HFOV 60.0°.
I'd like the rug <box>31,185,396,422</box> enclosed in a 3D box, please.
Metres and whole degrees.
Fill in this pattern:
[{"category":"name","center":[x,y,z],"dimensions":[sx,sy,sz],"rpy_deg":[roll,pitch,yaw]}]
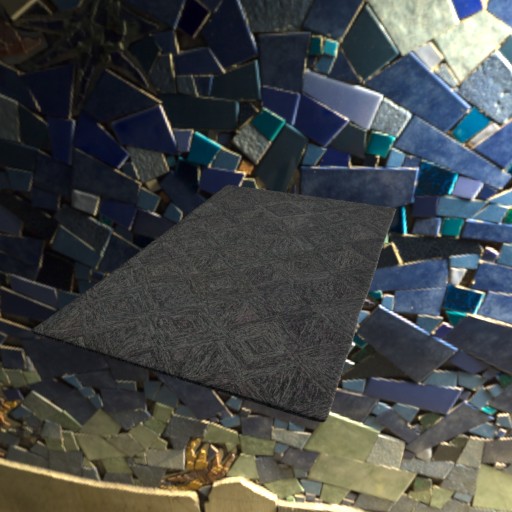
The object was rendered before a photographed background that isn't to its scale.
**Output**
[{"category":"rug","center":[0.000,0.000,2.204],"dimensions":[1.158,0.013,1.752],"rpy_deg":[11,31,19]}]
